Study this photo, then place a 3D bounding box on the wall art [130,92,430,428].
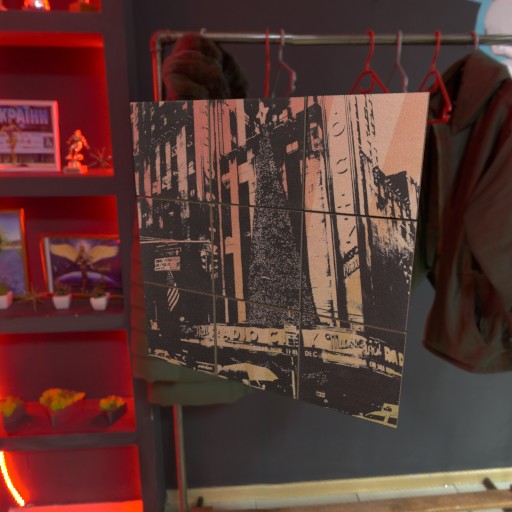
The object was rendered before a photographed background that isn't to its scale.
[{"bbox_3d":[0.000,0.000,2.266,1.527,1.521,0.017,8,18,26],"label":"wall art"}]
